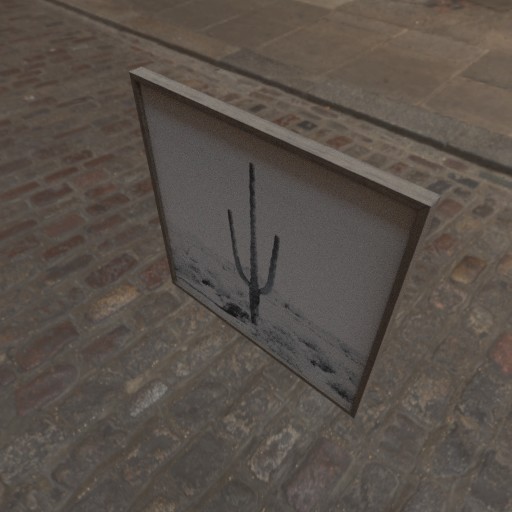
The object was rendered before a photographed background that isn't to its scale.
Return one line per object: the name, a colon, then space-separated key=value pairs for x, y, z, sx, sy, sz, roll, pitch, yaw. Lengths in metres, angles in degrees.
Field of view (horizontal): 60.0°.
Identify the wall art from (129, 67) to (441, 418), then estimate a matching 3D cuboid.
wall art: x=0.000 y=0.000 z=1.153 sx=0.762 sy=0.762 sz=0.038 roll=32 pitch=54 yaw=27
